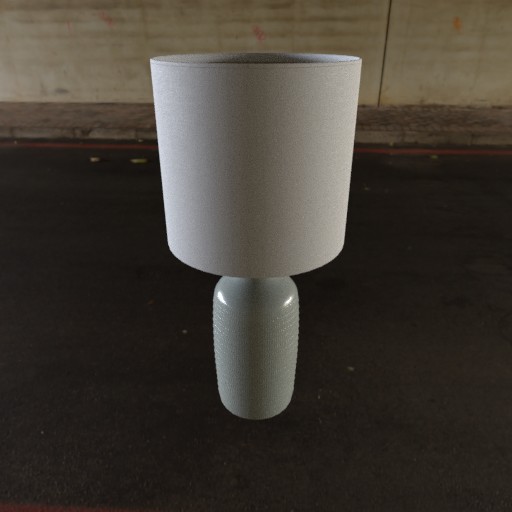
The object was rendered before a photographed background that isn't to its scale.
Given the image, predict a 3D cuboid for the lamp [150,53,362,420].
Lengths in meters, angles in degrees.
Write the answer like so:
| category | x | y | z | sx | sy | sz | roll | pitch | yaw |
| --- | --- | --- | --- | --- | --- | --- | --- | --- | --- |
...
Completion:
| category | x | y | z | sx | sy | sz | roll | pitch | yaw |
| --- | --- | --- | --- | --- | --- | --- | --- | --- | --- |
| lamp | 0.000 | 0.000 | 0.579 | 0.220 | 0.475 | 0.220 | 18 | 32 | 32 |
